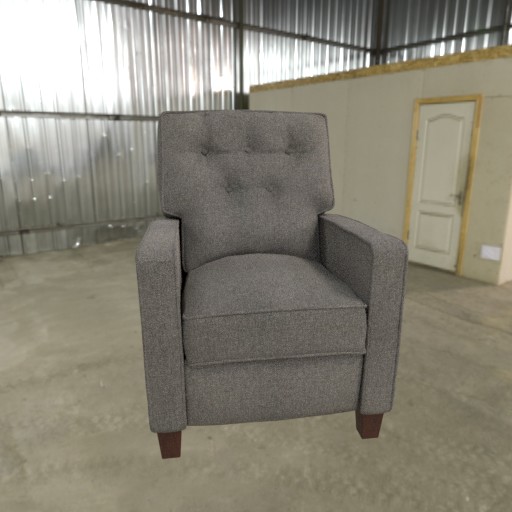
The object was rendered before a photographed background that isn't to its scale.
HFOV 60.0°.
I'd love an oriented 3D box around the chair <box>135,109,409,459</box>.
[{"bbox_3d":[0.000,0.000,1.379,0.650,0.889,0.775,-2,15,-8],"label":"chair"}]
